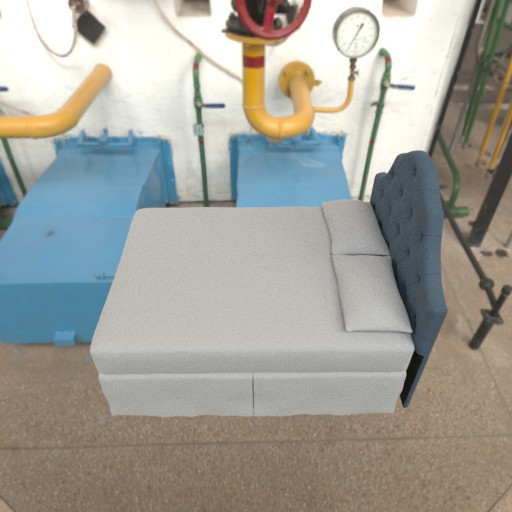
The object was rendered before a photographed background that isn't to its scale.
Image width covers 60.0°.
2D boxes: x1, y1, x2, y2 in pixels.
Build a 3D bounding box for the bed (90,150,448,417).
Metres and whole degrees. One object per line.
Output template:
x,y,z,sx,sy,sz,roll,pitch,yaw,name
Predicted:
0.000,0.000,3.219,2.155,1.575,1.636,0,41,0,bed
